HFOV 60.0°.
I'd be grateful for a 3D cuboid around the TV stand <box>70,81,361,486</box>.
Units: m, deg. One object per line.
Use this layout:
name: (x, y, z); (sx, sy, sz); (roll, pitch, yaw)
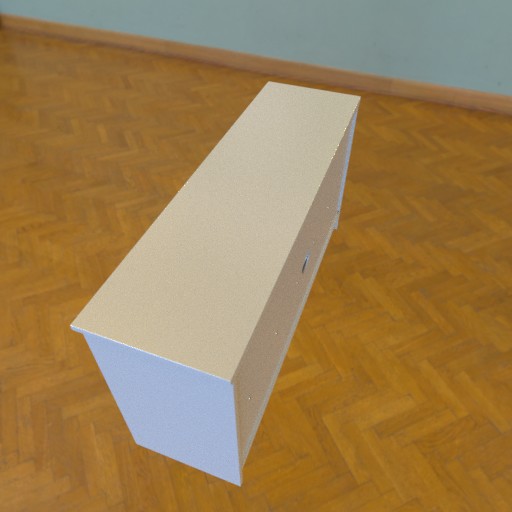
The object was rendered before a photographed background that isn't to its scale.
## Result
TV stand: (0.000, 0.000, 1.425); (0.344, 0.603, 1.167); (15, 48, 14)
